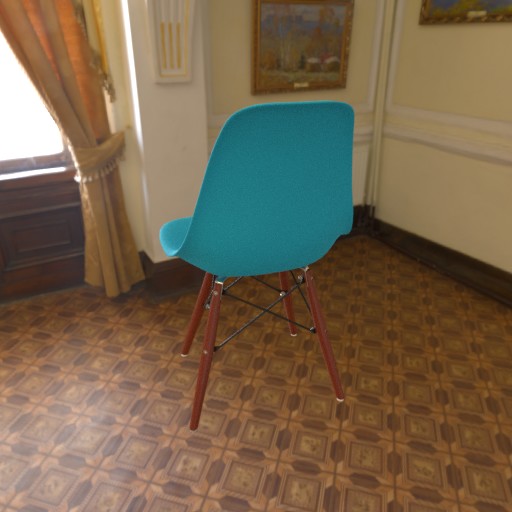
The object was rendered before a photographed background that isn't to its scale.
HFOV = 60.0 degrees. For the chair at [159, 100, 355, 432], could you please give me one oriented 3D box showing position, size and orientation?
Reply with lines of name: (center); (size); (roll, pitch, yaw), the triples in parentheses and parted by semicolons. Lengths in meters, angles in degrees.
chair: (0.000, 0.000, 1.156); (0.470, 0.826, 0.533); (-8, 27, -15)
